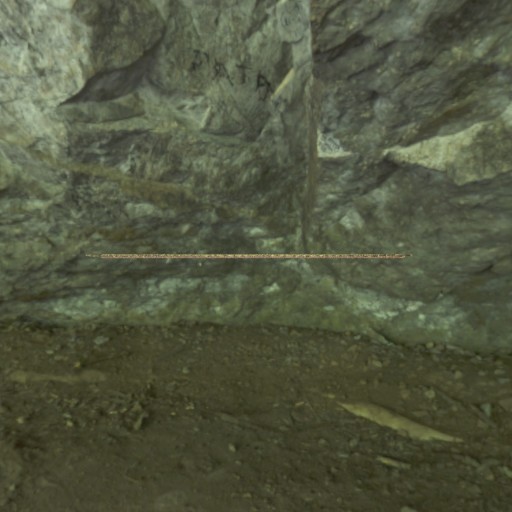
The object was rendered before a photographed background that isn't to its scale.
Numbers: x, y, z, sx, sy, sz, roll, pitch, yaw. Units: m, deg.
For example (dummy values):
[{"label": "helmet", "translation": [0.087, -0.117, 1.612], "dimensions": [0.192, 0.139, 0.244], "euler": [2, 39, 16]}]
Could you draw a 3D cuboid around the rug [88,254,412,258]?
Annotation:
[{"label": "rug", "translation": [0.000, 0.000, 2.034], "dimensions": [0.905, 0.017, 1.718], "euler": [0, 0, 0]}]
